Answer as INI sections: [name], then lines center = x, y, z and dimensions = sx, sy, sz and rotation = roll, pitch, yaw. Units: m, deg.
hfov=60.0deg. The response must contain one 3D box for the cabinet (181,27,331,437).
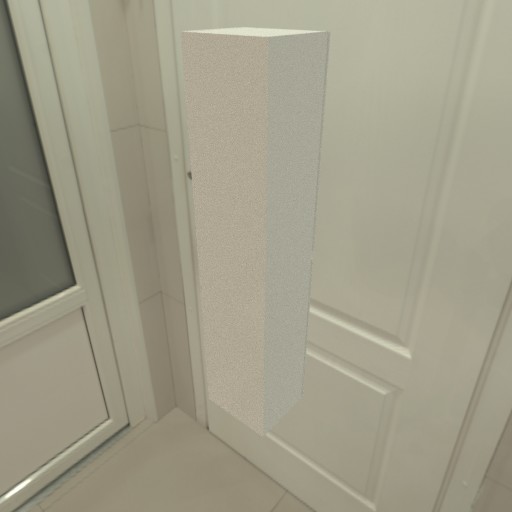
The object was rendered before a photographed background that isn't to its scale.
[cabinet]
center = 0.000, 0.000, 1.545
dimensions = 0.300, 1.400, 0.270
rotation = 23, 37, 34
